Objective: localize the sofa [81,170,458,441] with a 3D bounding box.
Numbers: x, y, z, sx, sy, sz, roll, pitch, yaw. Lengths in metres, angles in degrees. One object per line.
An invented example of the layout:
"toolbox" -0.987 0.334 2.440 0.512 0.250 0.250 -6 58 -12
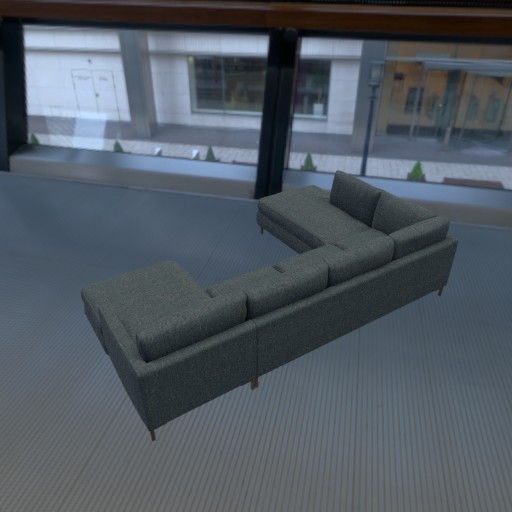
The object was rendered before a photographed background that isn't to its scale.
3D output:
"sofa" 0.000 0.000 3.691 2.737 0.753 1.879 -19 36 -28
